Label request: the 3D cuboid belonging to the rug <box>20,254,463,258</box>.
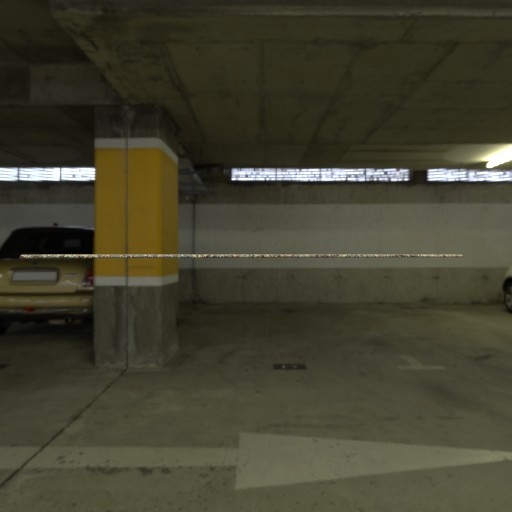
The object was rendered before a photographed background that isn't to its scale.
[{"bbox_3d":[0.000,0.000,2.518,2.292,0.015,0.688,0,0,-18],"label":"rug"}]
